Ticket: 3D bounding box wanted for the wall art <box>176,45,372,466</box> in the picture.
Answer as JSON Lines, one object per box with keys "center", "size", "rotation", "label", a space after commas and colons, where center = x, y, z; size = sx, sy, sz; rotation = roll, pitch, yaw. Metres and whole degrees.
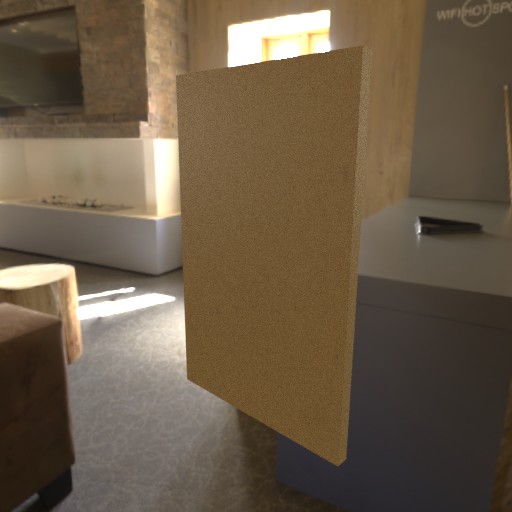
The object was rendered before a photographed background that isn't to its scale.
{"center": [0.000, 0.000, 1.006], "size": [0.510, 0.810, 0.039], "rotation": [14, 20, 42], "label": "wall art"}
